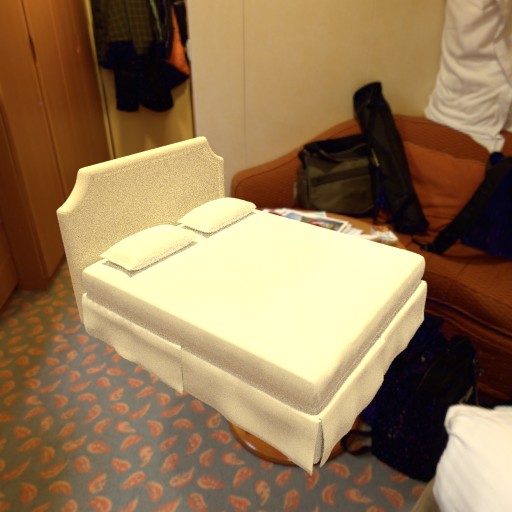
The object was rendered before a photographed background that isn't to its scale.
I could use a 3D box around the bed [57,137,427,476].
[{"bbox_3d":[0.000,0.000,4.184,2.773,1.590,2.350,19,33,32],"label":"bed"}]
